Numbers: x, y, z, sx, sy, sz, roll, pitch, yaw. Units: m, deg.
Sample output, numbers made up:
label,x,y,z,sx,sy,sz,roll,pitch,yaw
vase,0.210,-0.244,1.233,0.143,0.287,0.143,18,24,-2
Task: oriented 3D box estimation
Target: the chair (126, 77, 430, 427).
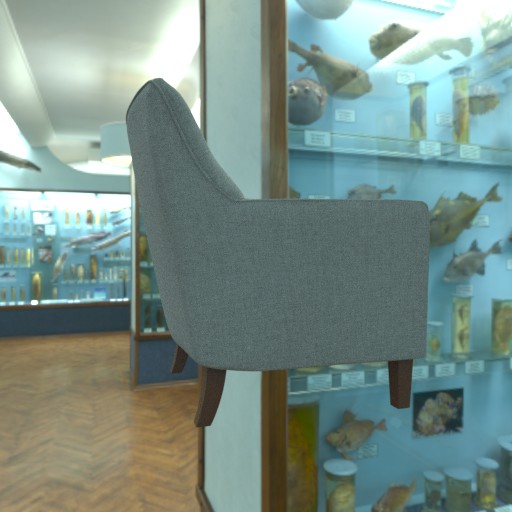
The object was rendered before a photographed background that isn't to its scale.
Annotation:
label,x,y,z,sx,sy,sz,roll,pitch,yaw
chair,0.000,0.000,1.768,0.993,1.047,0.887,0,1,-18
